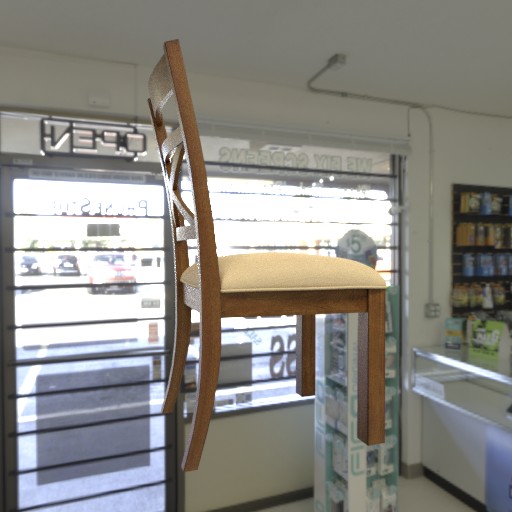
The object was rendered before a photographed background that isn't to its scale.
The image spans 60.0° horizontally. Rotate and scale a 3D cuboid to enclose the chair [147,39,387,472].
[{"bbox_3d":[0.000,0.000,1.241,0.581,0.949,0.461,0,1,-19],"label":"chair"}]
